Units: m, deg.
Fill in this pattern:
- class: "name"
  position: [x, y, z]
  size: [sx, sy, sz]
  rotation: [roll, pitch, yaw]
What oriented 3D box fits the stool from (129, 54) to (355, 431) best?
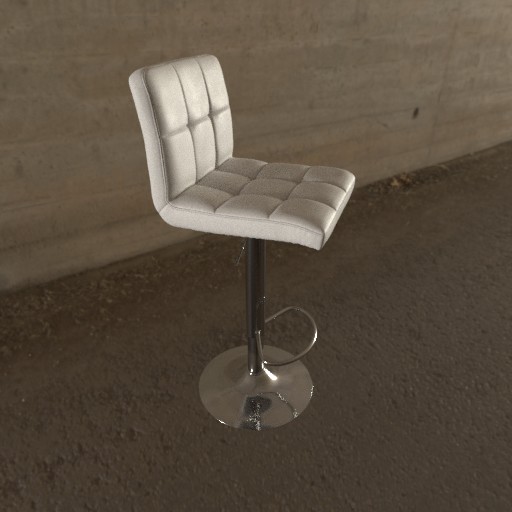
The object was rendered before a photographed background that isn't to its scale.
- class: "stool"
  position: [0.000, 0.000, 1.387]
  size: [0.505, 1.115, 0.430]
  rotation: [11, 32, 18]
